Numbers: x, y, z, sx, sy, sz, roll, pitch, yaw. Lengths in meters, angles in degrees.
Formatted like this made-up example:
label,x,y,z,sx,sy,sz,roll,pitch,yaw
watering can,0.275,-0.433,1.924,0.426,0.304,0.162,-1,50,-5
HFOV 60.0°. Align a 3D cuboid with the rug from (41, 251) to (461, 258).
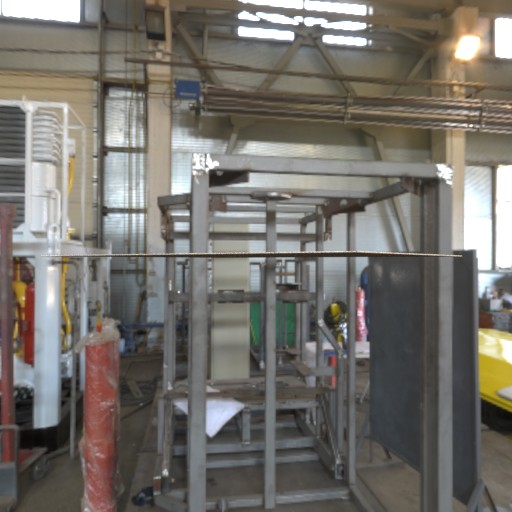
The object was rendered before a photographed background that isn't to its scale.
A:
label,x,y,z,sx,sy,sz,roll,pitch,yaw
rug,0.000,0.000,4.109,3.046,0.008,2.442,0,-1,36
